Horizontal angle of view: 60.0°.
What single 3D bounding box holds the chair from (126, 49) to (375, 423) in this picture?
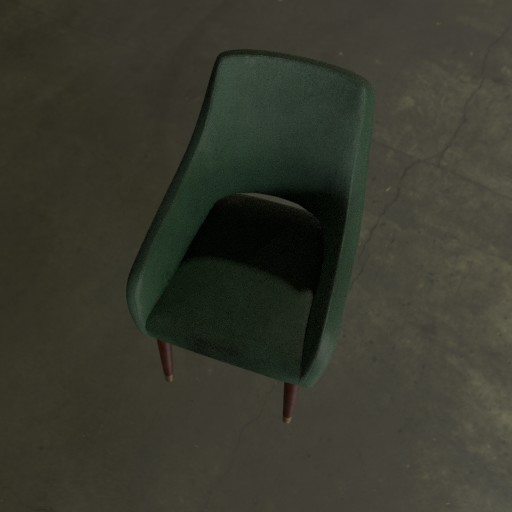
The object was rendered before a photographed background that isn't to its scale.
[{"bbox_3d":[0.000,0.000,1.580,0.683,1.081,0.794,16,59,10],"label":"chair"}]
